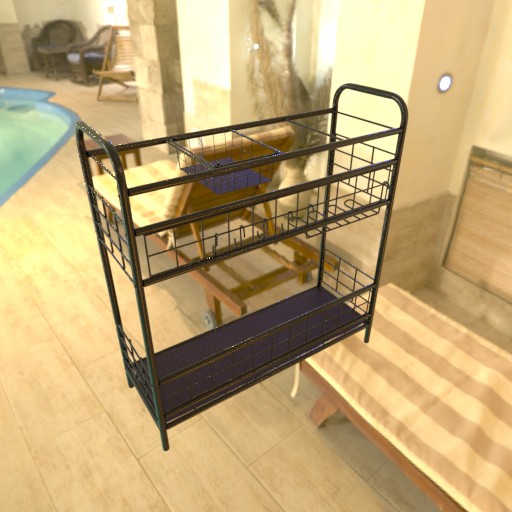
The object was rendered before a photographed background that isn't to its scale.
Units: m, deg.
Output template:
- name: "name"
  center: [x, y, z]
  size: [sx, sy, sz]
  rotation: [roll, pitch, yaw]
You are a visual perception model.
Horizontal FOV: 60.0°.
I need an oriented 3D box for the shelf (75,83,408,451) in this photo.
- name: "shelf"
  center: [0.000, 0.000, 1.550]
  size: [0.961, 1.026, 0.350]
  rotation: [-19, 36, -28]
